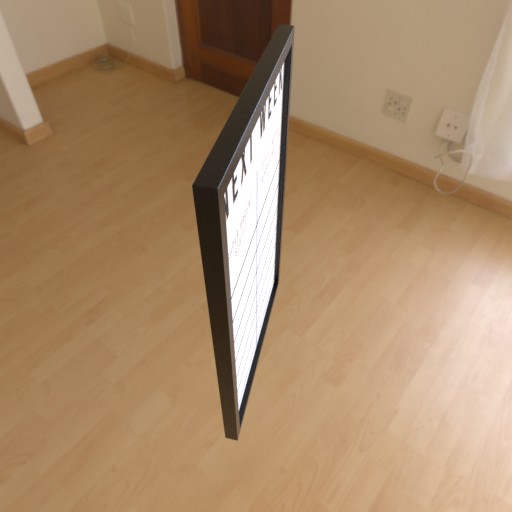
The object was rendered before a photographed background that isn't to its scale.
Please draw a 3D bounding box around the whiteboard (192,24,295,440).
[{"bbox_3d":[0.000,0.000,0.763,0.026,0.611,0.406,10,48,9],"label":"whiteboard"}]
